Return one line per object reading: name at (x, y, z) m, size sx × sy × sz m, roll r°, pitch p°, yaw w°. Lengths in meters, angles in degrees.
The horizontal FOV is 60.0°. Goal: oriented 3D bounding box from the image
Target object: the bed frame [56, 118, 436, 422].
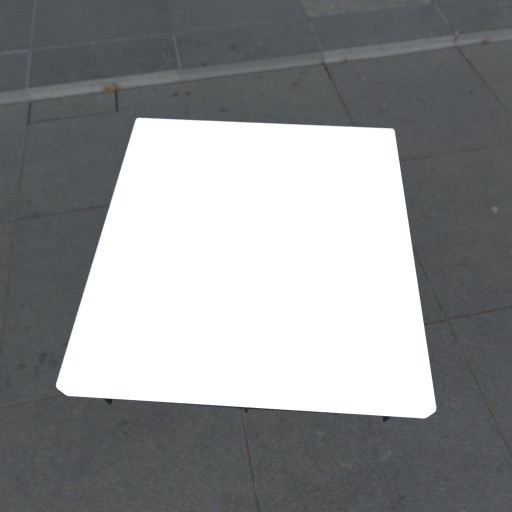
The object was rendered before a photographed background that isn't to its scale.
bed frame at (0.000, 0.000, 2.977) m, size 1.935 × 0.525 × 2.033 m, roll 3°, pitch 58°, yaw 2°
